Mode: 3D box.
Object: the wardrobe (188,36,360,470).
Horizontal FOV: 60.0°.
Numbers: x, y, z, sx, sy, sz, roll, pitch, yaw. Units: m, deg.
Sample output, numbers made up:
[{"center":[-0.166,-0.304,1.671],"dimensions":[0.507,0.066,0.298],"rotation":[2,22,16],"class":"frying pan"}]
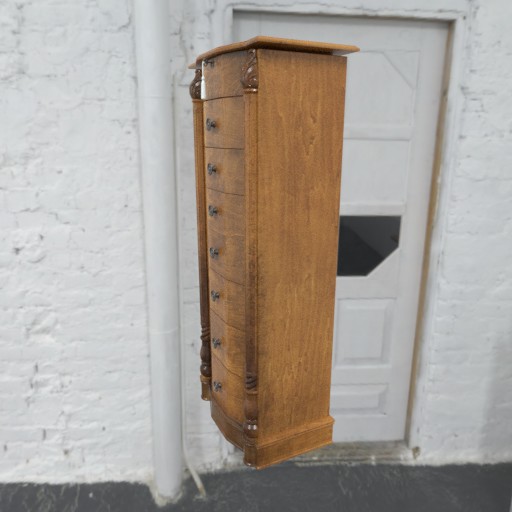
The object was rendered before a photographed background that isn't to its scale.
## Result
[{"center":[0.000,0.000,1.150],"dimensions":[0.273,0.959,0.406],"rotation":[-8,17,-25],"class":"wardrobe"}]
